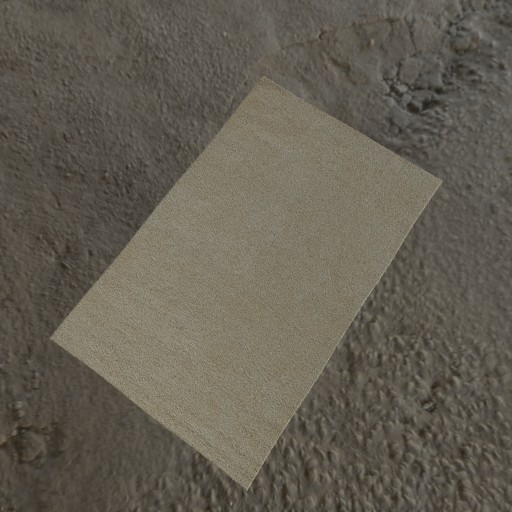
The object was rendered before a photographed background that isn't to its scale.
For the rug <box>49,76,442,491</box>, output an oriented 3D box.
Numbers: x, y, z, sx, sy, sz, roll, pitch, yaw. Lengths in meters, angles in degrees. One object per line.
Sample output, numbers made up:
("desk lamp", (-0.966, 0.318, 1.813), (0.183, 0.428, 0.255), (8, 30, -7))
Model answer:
("rug", (0.000, 0.000, 2.912), (1.500, 0.025, 2.346), (34, 77, 9))
